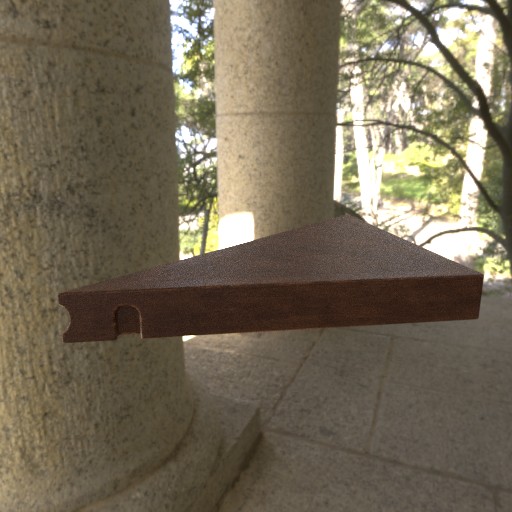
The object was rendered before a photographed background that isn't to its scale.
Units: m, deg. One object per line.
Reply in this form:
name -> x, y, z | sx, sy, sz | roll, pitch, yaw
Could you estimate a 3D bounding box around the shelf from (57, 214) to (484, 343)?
shelf -> 0.000, 0.000, 0.447 | 0.296, 0.035, 0.296 | -2, 14, -8
